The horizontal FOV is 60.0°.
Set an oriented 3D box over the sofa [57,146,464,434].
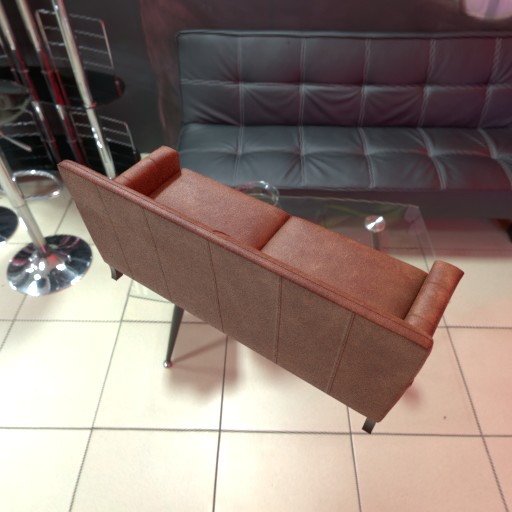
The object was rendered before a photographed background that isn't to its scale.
[{"bbox_3d":[0.000,0.000,2.531,2.053,0.947,0.805,26,52,23],"label":"sofa"}]
